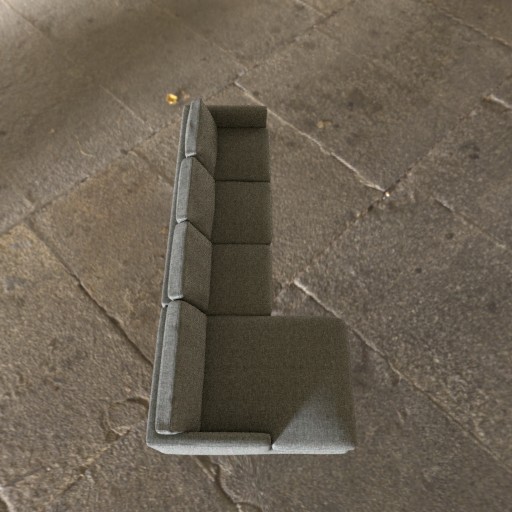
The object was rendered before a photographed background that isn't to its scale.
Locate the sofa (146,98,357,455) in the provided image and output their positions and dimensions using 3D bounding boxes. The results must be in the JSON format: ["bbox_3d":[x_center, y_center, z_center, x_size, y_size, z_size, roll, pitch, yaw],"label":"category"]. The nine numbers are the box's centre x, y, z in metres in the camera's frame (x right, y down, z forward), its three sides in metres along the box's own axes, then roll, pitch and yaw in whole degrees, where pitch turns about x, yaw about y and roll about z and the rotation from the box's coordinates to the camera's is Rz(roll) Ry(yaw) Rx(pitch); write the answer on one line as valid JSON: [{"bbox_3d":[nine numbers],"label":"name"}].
[{"bbox_3d":[0.000,0.000,4.275,1.635,0.960,3.485,0,62,0],"label":"sofa"}]
